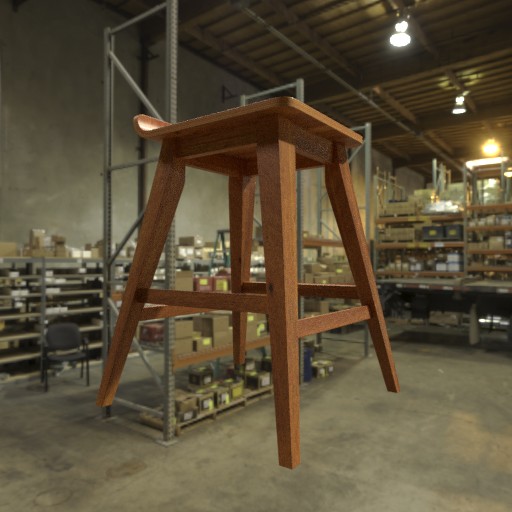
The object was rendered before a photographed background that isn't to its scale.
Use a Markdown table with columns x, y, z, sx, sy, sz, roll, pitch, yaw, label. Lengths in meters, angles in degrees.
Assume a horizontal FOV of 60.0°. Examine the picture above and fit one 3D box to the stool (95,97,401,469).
| x | y | z | sx | sy | sz | roll | pitch | yaw | label |
| --- | --- | --- | --- | --- | --- | --- | --- | --- | --- |
| 0.000 | 0.000 | 1.020 | 0.500 | 0.650 | 0.500 | 0 | -1 | 36 | stool |
